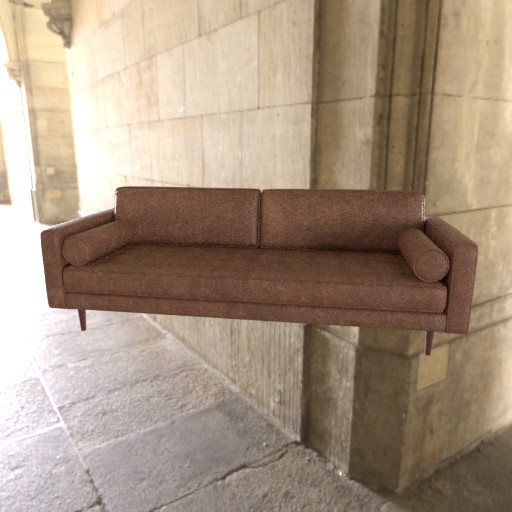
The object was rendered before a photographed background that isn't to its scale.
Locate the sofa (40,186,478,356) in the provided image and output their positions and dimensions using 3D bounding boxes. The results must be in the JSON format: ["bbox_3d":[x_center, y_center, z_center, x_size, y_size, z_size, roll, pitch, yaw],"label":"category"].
[{"bbox_3d":[0.000,0.000,2.628,2.210,0.762,0.914,2,14,9],"label":"sofa"}]
